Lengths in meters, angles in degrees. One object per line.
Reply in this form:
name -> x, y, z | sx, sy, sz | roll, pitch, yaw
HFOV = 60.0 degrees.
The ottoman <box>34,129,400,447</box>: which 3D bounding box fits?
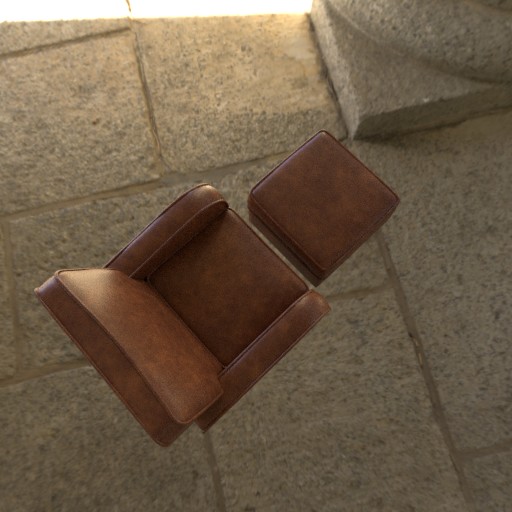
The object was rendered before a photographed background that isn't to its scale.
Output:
ottoman -> 0.000, 0.000, 1.817 | 1.314, 0.904, 0.732 | -42, 79, -10
